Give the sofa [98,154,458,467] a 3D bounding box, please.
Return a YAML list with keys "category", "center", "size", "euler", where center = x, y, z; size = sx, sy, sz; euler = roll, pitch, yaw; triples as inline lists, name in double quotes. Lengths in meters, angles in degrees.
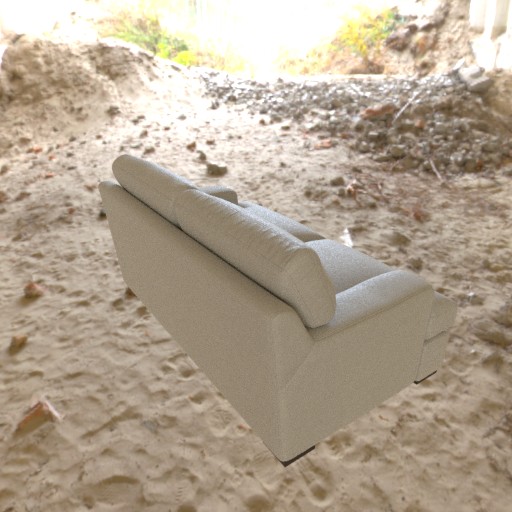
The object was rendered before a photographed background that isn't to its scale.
- category: "sofa"
  center: [0.000, 0.000, 2.481]
  size: [1.143, 0.940, 1.880]
  euler: [-17, 31, -31]
